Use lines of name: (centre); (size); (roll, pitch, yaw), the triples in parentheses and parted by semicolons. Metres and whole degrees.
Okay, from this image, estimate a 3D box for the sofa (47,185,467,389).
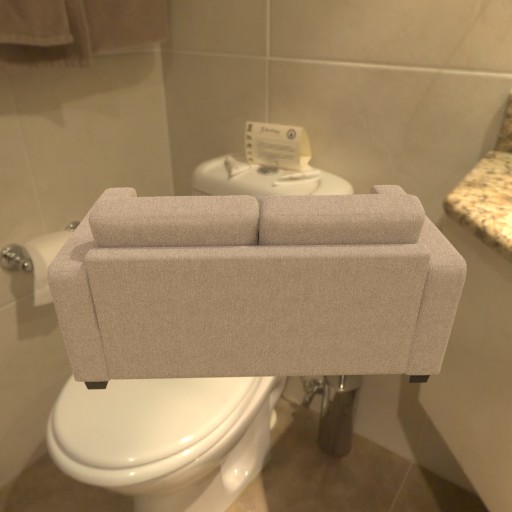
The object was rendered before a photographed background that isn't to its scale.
sofa: (0.000, 0.000, 2.054); (1.540, 0.800, 0.900); (-1, 29, -1)
